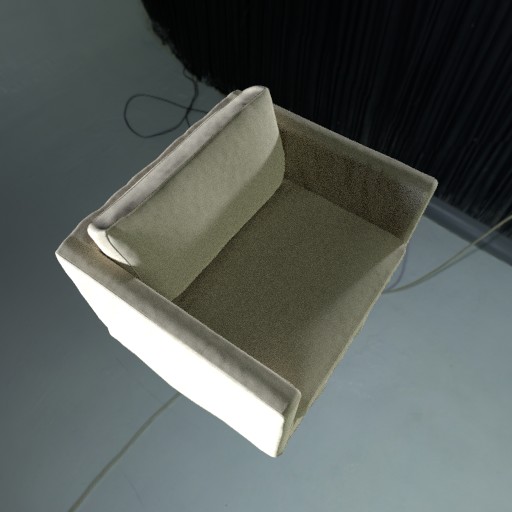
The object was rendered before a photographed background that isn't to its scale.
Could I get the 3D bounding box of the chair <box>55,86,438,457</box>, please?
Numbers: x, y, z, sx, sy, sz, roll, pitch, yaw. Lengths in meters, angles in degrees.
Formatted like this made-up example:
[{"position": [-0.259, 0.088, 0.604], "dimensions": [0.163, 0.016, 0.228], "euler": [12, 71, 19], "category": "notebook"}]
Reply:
[{"position": [0.000, 0.000, 1.751], "dimensions": [0.949, 0.867, 1.057], "euler": [31, 63, 18], "category": "chair"}]
